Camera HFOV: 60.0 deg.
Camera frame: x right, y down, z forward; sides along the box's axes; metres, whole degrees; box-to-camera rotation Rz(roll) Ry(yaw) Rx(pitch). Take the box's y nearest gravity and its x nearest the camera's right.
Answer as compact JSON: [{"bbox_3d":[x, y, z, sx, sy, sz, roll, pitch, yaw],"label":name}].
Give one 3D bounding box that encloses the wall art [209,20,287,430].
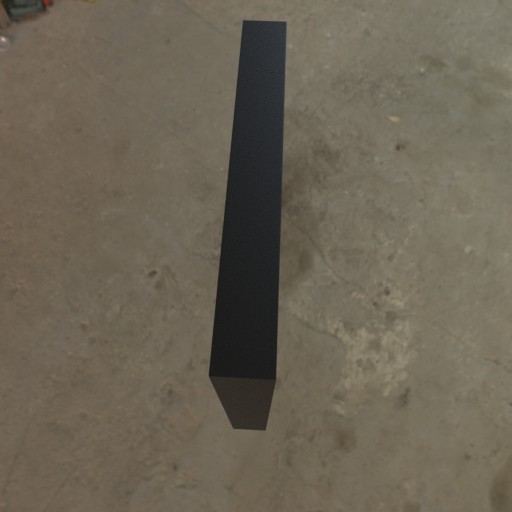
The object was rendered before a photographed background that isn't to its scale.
[{"bbox_3d":[0.000,0.000,0.452,0.038,0.304,0.305,3,64,1],"label":"wall art"}]
